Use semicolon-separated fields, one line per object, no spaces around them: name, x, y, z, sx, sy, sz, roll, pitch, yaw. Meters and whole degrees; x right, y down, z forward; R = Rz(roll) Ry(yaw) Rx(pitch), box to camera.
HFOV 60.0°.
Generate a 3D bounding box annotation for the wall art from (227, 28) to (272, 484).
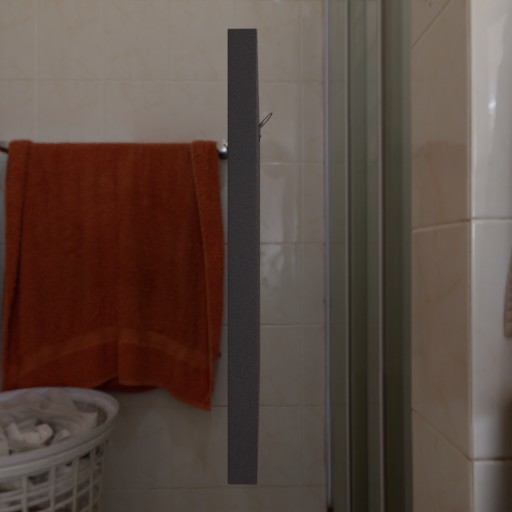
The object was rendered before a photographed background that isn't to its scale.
wall art;0.000;0.000;0.513;0.038;0.349;0.349;0;0;1
